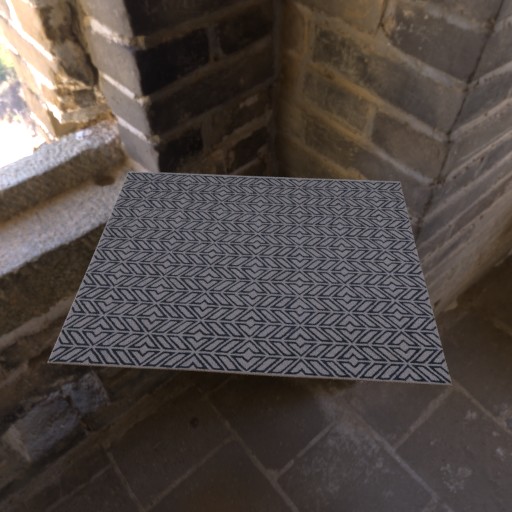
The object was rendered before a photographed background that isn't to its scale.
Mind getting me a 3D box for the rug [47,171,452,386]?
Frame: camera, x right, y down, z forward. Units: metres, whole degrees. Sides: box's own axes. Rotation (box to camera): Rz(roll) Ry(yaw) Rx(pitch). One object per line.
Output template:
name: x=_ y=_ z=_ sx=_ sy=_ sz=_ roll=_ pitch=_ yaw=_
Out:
rug: x=0.000 y=0.000 z=4.140 sx=3.045 sy=0.008 sz=2.421 roll=3 pitch=47 yaw=2
